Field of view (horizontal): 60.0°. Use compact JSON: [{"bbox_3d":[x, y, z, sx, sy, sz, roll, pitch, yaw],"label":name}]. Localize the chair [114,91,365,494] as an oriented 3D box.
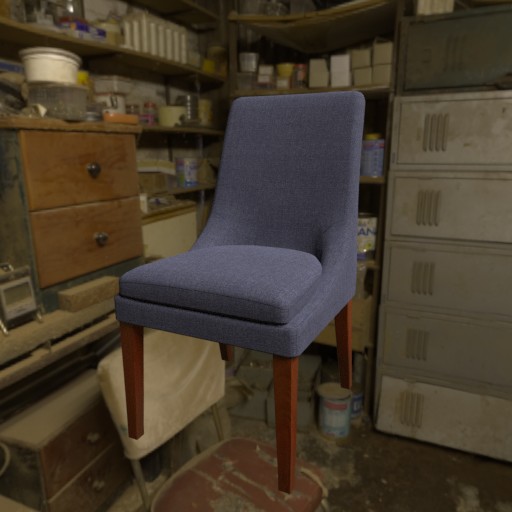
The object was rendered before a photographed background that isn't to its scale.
[{"bbox_3d":[0.000,0.000,1.291,0.508,0.952,0.655,6,15,25],"label":"chair"}]
